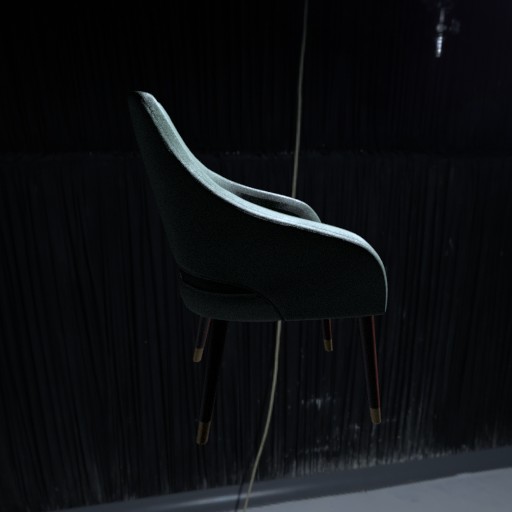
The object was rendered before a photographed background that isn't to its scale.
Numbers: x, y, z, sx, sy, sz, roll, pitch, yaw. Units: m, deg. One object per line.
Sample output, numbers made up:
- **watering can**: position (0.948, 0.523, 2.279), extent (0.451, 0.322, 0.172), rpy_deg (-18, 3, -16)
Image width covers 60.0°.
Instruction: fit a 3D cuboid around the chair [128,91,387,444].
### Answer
- **chair**: position (0.000, 0.000, 1.583), extent (0.794, 1.081, 0.683), rpy_deg (-3, 16, -9)
